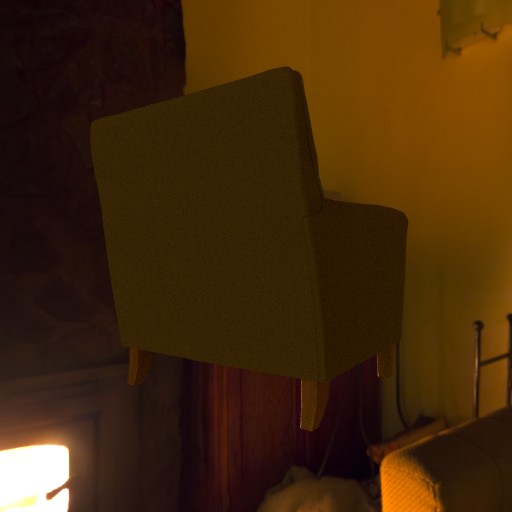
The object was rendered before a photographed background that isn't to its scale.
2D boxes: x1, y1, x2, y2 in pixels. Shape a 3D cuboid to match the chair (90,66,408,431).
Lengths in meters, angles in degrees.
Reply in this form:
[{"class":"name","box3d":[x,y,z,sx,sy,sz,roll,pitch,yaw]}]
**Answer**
[{"class":"chair","box3d":[0.000,0.000,1.582,0.836,0.911,0.831,0,0,35]}]
